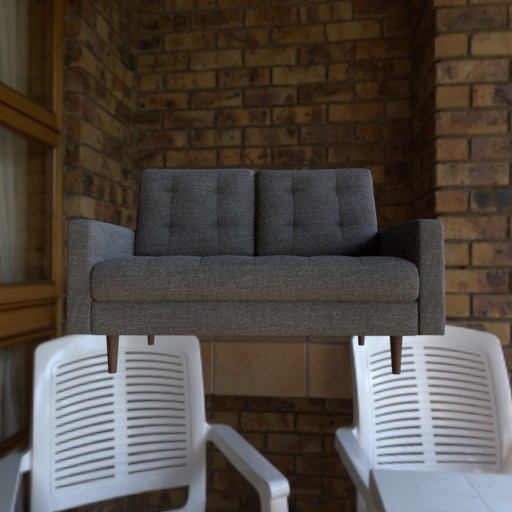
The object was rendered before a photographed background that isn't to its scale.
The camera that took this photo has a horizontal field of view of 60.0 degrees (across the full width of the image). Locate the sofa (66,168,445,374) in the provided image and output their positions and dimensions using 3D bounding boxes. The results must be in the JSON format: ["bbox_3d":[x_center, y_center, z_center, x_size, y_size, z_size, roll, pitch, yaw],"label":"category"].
[{"bbox_3d":[0.000,0.000,2.014,1.407,0.907,0.842,0,-1,1],"label":"sofa"}]
